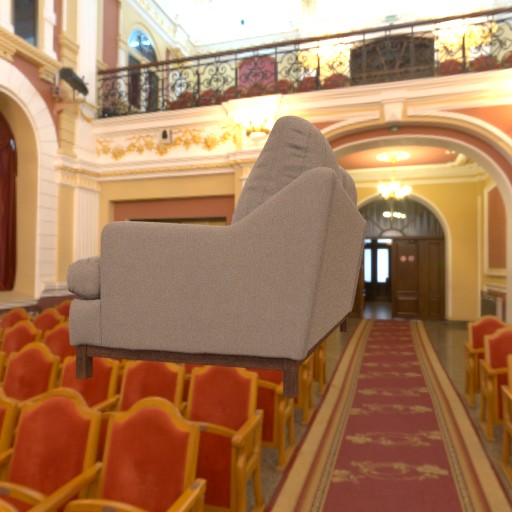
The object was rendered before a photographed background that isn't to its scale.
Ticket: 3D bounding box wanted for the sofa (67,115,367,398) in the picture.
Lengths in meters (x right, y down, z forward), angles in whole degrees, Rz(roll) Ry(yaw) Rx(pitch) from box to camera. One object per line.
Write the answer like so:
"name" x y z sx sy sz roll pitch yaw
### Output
"sofa" 0.000 0.000 2.208 0.987 0.921 1.589 0 -2 17
